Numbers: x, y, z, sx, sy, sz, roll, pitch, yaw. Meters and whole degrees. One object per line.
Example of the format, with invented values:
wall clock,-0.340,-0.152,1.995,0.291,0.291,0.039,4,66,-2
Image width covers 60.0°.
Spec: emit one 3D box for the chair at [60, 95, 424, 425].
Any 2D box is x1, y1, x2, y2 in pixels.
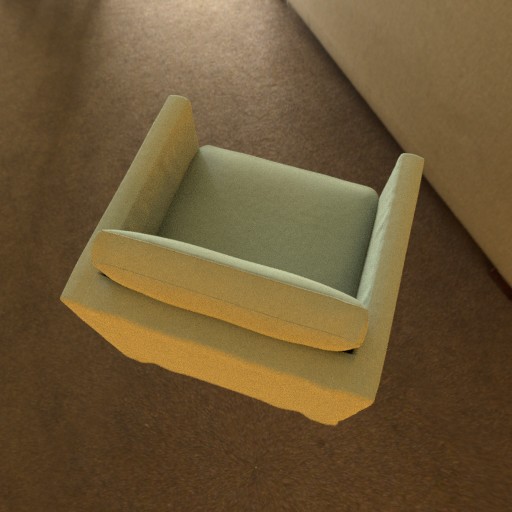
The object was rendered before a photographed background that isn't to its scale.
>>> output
chair,0.000,0.000,1.759,1.057,0.863,0.949,16,66,8
